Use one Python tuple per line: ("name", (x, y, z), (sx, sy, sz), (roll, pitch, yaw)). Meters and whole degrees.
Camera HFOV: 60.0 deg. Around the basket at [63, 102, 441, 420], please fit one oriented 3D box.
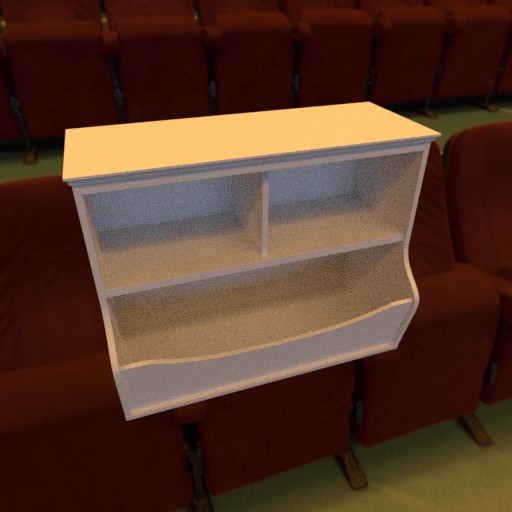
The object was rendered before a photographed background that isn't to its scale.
("basket", (0.000, 0.000, 1.142), (0.792, 0.625, 0.376), (-10, 34, -16))
